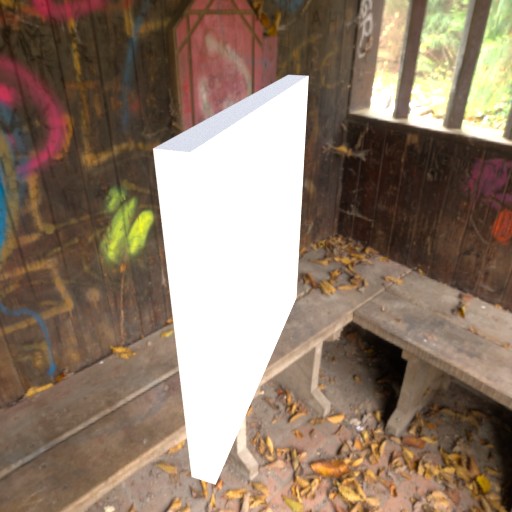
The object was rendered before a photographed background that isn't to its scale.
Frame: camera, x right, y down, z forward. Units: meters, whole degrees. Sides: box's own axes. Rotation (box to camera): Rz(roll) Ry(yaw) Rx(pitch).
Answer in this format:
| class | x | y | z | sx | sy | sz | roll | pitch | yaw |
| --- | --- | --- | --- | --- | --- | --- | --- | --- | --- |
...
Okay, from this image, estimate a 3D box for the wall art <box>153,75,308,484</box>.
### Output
| class | x | y | z | sx | sy | sz | roll | pitch | yaw |
| --- | --- | --- | --- | --- | --- | --- | --- | --- | --- |
| wall art | 0.000 | 0.000 | 0.526 | 0.027 | 0.355 | 0.355 | 9 | 31 | 16 |
